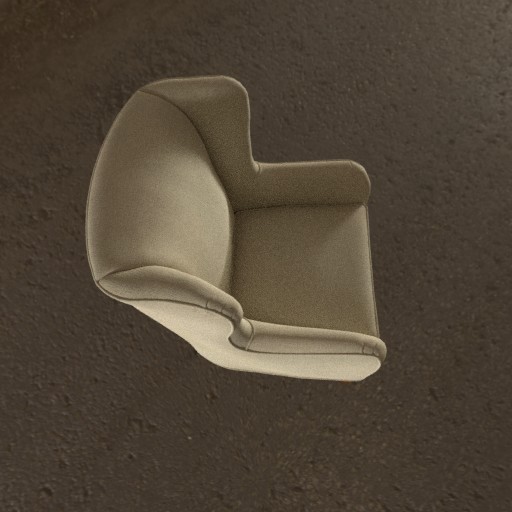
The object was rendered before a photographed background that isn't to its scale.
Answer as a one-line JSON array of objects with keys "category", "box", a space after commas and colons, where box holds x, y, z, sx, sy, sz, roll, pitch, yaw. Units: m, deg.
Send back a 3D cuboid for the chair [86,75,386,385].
[{"category": "chair", "box": [0.000, 0.000, 1.730, 0.966, 1.040, 0.838, 2, 63, 1]}]
